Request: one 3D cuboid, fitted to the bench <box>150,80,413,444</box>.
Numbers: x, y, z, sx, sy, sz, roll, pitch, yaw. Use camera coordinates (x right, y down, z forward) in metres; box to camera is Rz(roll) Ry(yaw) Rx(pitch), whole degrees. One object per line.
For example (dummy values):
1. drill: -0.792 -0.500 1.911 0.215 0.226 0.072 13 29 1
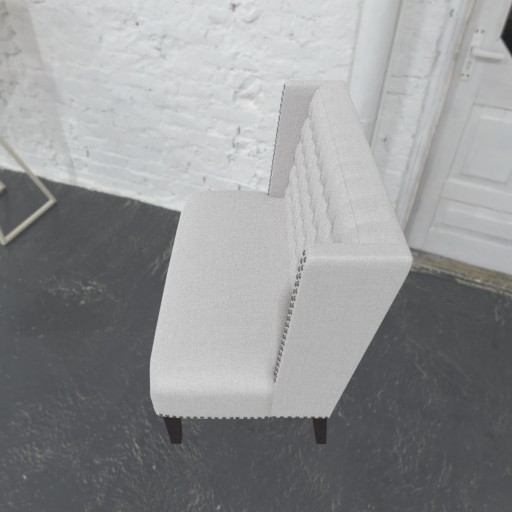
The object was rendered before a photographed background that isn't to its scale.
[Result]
1. bench: 0.000 0.000 2.012 0.847 1.123 1.280 0 42 0
